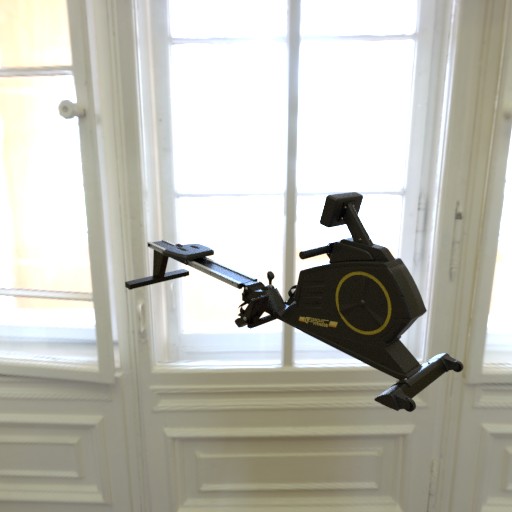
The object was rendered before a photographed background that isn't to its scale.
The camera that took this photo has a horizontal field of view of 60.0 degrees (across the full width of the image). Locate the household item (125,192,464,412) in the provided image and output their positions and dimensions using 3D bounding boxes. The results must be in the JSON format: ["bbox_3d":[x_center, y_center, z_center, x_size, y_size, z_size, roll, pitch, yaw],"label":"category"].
[{"bbox_3d":[0.000,0.000,2.566,0.521,0.810,2.251,-13,19,-42],"label":"household item"}]
